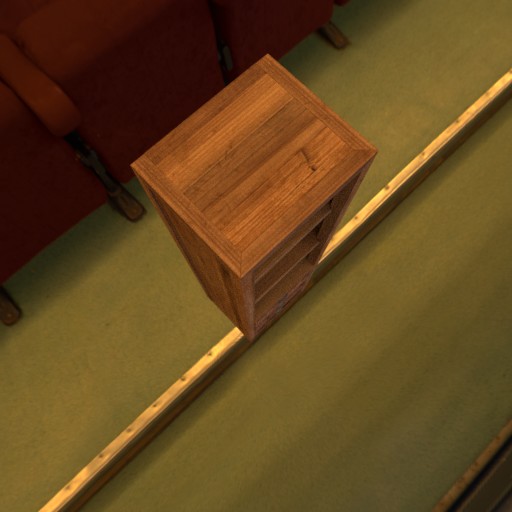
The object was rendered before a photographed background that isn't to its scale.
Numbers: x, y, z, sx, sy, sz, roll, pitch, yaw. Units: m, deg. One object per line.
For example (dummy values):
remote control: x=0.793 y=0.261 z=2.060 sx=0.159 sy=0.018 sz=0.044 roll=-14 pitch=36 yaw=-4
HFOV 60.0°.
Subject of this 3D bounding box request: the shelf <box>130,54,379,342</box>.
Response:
shelf: x=0.000 y=0.000 z=2.071 sx=0.500 sy=1.900 sz=0.428 roll=-43 pitch=79 yaw=-11
